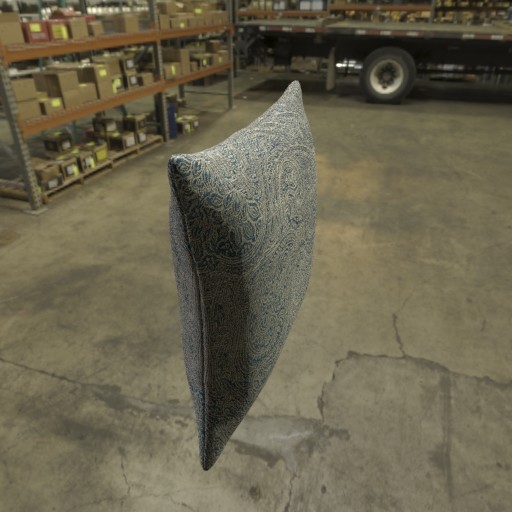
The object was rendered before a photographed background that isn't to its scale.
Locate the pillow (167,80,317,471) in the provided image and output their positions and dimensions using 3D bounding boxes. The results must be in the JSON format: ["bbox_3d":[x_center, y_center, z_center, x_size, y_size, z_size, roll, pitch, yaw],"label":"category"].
[{"bbox_3d":[0.000,0.000,0.786,0.166,0.510,0.523,10,32,16],"label":"pillow"}]
